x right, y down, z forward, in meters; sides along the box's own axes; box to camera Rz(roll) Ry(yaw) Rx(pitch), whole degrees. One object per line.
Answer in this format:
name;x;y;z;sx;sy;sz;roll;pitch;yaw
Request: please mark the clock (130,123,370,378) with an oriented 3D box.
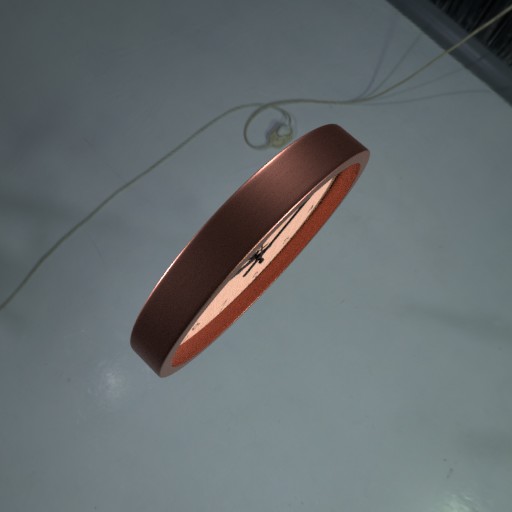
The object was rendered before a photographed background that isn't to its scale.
clock;0.000;0.000;0.478;0.040;0.313;0.313;43;80;9
